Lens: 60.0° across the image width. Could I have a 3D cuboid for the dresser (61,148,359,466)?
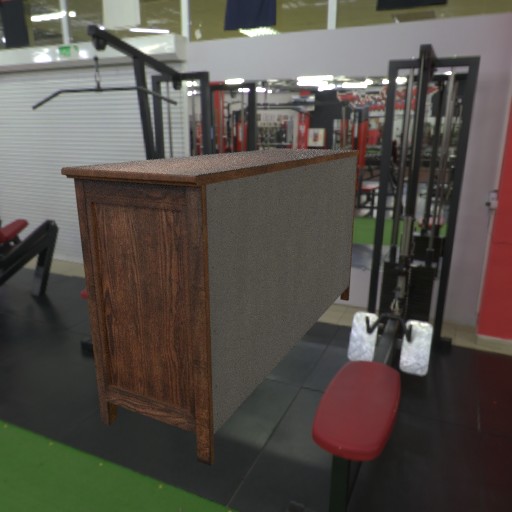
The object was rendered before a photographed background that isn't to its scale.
[{"bbox_3d":[0.000,0.000,1.941,0.463,0.856,1.551,8,18,26],"label":"dresser"}]
